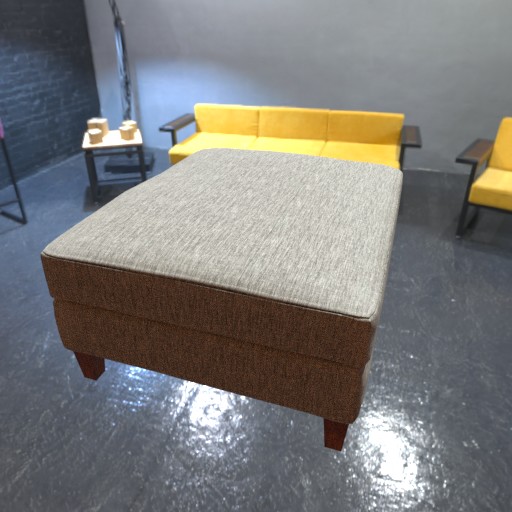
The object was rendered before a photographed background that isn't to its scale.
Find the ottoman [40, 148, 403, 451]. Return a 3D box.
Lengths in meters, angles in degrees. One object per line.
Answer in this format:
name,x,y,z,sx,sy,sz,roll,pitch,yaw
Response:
ottoman,0.000,0.000,1.462,0.839,0.492,0.994,10,31,17
